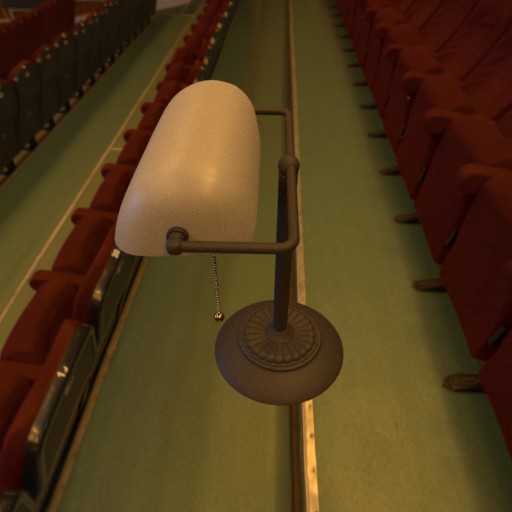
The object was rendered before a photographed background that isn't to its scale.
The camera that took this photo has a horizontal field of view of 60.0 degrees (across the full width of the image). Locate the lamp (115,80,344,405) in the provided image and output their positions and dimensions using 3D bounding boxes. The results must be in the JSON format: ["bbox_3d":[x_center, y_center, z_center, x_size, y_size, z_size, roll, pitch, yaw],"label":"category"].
[{"bbox_3d":[0.000,0.000,0.509,0.243,0.339,0.264,1,41,2],"label":"lamp"}]
